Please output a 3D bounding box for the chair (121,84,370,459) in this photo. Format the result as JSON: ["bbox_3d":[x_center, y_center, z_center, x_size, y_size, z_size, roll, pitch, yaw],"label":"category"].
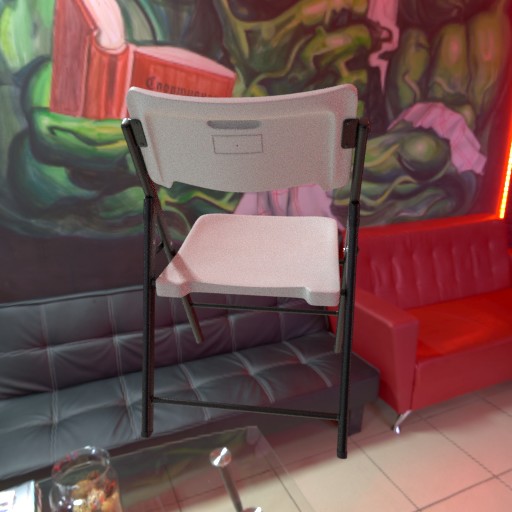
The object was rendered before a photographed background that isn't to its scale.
[{"bbox_3d":[0.000,0.000,1.112,0.482,0.765,0.577,2,17,8],"label":"chair"}]
